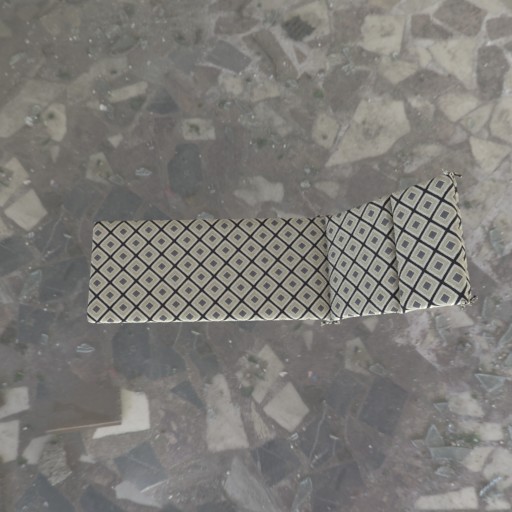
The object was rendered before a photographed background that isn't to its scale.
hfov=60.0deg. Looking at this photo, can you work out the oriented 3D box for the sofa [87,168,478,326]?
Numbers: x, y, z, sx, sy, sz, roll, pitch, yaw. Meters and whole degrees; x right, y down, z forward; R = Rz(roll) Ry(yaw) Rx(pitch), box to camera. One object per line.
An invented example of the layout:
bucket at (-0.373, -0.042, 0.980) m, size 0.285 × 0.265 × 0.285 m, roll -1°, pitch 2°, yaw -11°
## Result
sofa at (0.000, 0.000, 1.981) m, size 1.663 × 0.622 × 0.582 m, roll -1°, pitch 76°, yaw 0°
